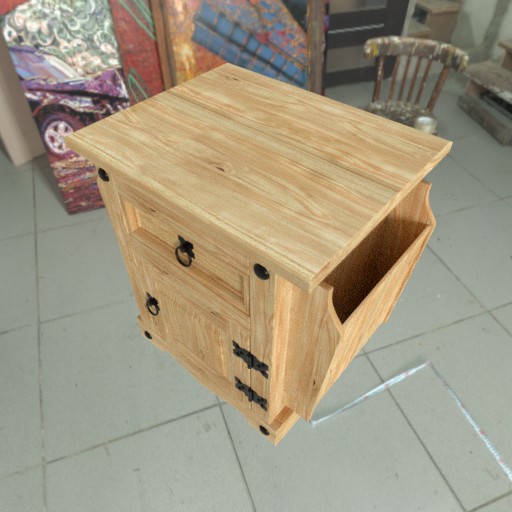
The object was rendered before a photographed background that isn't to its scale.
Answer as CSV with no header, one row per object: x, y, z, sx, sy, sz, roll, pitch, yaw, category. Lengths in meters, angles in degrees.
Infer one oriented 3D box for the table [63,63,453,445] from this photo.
0.000,0.000,0.867,0.530,0.515,0.380,31,53,27,table
